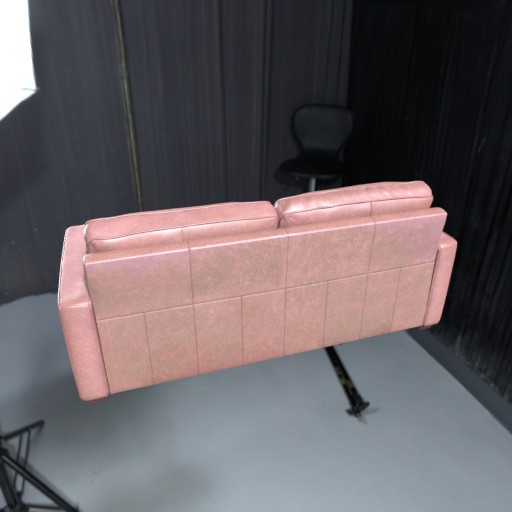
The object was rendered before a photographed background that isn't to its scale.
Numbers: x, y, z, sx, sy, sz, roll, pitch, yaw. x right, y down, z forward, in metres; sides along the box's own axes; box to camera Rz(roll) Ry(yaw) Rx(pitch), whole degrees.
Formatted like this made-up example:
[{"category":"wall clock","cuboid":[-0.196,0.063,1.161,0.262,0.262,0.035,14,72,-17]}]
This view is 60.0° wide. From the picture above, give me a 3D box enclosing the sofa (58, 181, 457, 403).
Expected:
[{"category":"sofa","cuboid":[0.000,0.000,2.580,2.080,0.919,0.940,-9,28,-16]}]
